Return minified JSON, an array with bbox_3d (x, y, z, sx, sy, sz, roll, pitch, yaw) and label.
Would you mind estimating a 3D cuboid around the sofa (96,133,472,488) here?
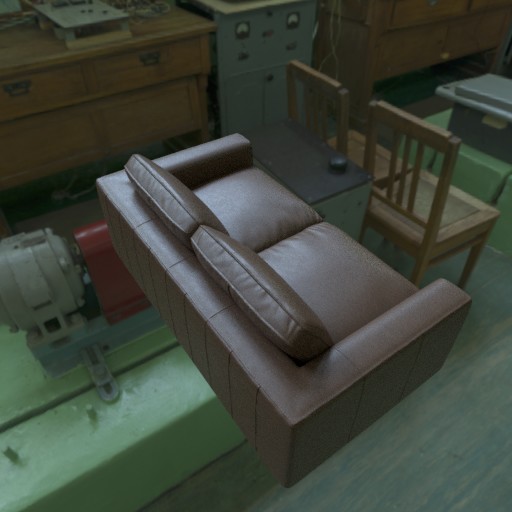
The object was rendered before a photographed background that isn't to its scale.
[{"bbox_3d":[0.000,0.000,2.422,1.070,0.800,1.920,-26,48,-25],"label":"sofa"}]
